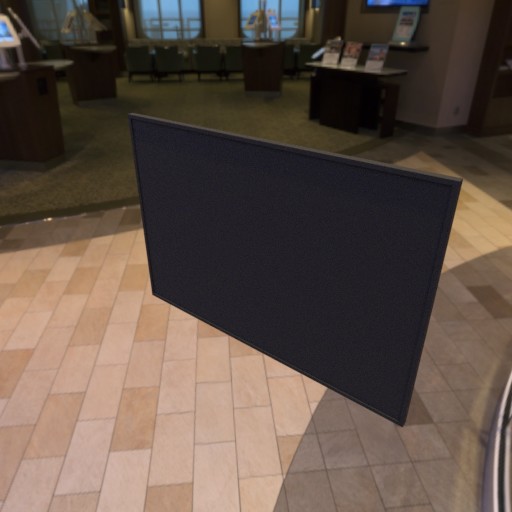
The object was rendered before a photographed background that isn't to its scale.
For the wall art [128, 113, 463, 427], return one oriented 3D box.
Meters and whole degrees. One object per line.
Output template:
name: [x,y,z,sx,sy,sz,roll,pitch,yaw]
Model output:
wall art: [0.000,0.000,1.522,1.190,0.805,0.028,21,35,33]
